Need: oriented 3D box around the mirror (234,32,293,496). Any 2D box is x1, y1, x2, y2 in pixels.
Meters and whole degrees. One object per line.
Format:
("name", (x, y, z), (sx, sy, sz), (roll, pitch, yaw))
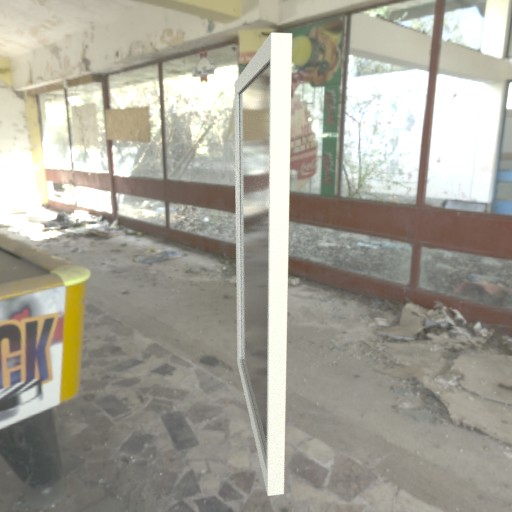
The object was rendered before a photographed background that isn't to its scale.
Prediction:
("mirror", (0.000, 0.000, 1.140), (0.041, 0.914, 0.609), (-2, 14, -8))
